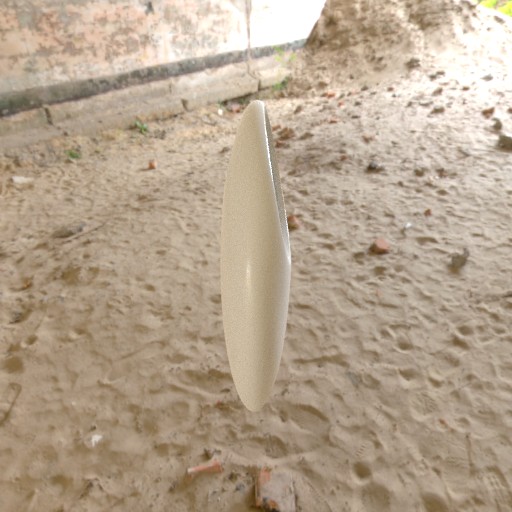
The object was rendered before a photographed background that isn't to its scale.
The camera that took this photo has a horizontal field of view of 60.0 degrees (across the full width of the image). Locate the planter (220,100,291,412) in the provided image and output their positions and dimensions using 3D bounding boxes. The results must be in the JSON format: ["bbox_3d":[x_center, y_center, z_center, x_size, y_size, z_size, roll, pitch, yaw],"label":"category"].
[{"bbox_3d":[0.000,0.000,0.284,0.043,0.188,0.185,0,31,0],"label":"planter"}]
